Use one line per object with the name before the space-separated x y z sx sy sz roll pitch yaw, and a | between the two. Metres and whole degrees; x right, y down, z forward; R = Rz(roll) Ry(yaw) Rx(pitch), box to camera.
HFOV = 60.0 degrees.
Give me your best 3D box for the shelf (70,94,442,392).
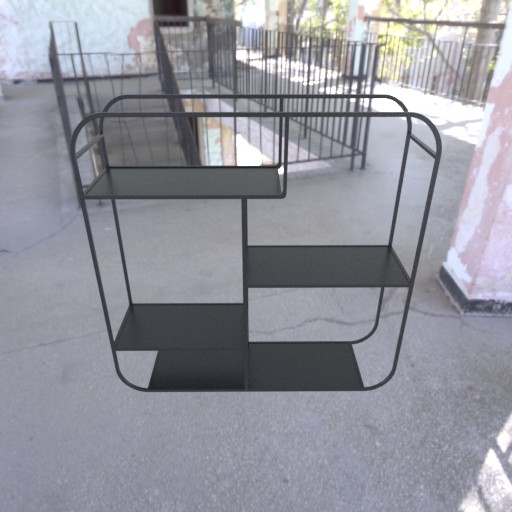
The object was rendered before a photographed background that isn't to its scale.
shelf | 0.000 0.000 0.902 0.600 0.600 0.160 0 30 0
